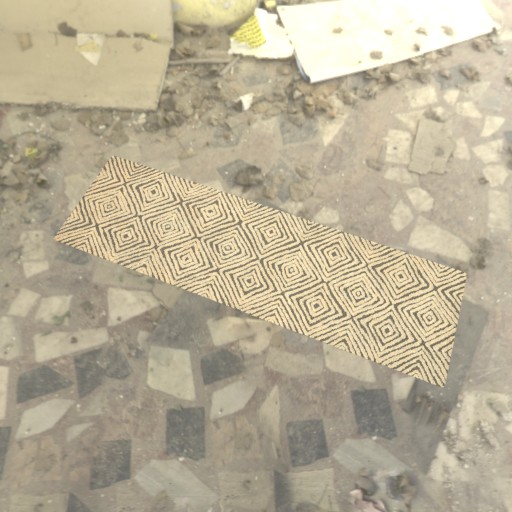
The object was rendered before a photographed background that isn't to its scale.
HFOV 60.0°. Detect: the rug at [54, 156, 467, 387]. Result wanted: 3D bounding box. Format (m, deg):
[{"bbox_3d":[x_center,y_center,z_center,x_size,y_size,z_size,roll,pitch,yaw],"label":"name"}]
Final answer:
[{"bbox_3d":[0.000,0.000,2.533,2.277,0.008,0.676,20,64,10],"label":"rug"}]
